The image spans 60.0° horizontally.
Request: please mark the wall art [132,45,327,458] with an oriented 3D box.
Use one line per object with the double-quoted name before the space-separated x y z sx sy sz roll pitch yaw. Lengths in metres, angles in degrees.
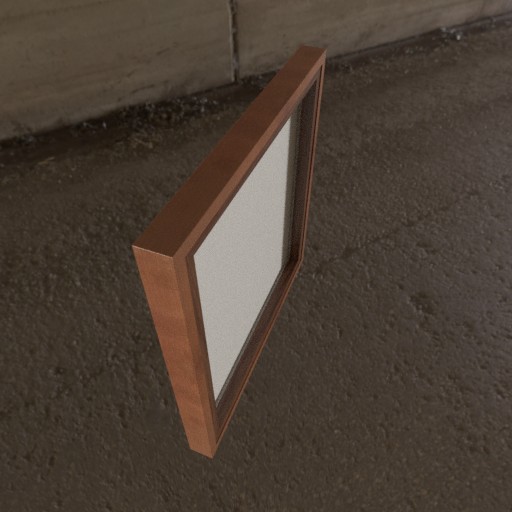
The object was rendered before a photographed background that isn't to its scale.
"wall art" 0.000 0.000 0.597 0.035 0.403 0.403 16 49 15
